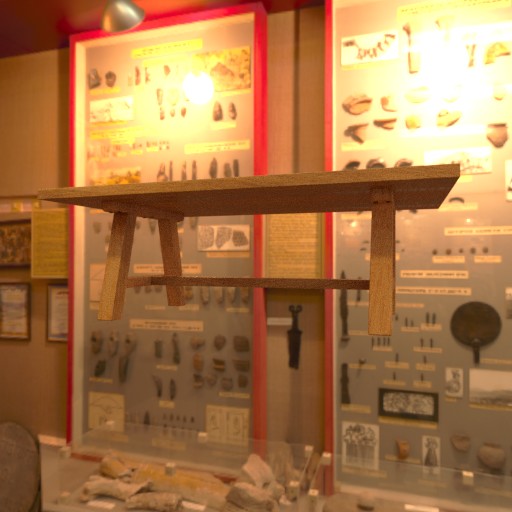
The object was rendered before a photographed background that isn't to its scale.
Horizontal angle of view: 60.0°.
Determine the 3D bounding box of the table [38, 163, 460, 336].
[{"bbox_3d":[0.000,0.000,1.663,1.320,0.455,0.760,0,0,19],"label":"table"}]
